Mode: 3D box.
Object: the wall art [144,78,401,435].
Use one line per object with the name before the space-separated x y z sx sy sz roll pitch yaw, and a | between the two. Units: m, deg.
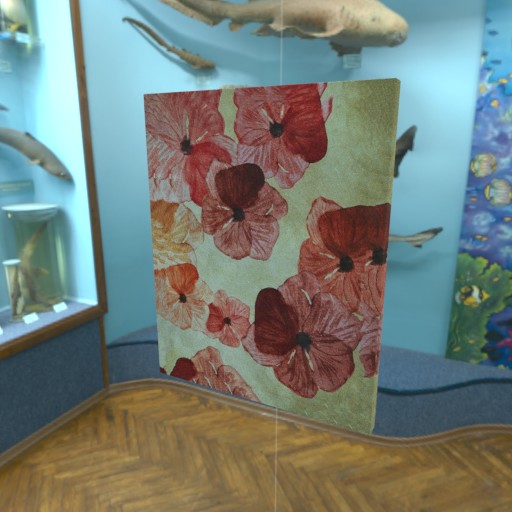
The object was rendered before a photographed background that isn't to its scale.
wall art | 0.000 0.000 0.712 0.406 0.508 0.028 8 16 27
